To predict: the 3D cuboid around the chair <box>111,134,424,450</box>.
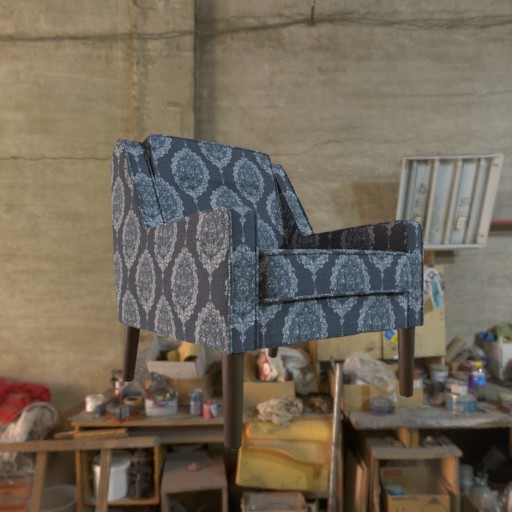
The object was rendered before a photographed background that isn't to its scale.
[{"bbox_3d":[0.000,0.000,1.329,0.663,0.792,0.743,0,-1,-36],"label":"chair"}]
